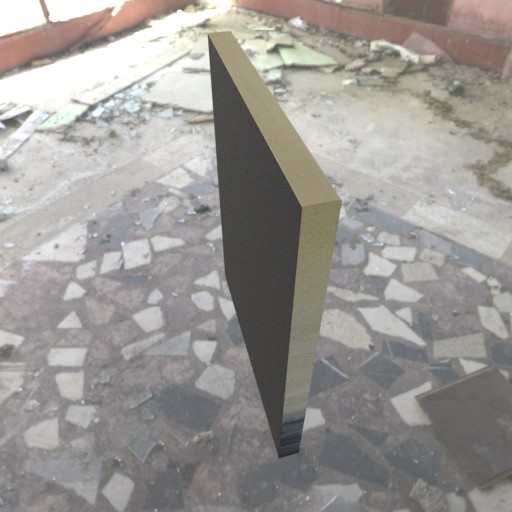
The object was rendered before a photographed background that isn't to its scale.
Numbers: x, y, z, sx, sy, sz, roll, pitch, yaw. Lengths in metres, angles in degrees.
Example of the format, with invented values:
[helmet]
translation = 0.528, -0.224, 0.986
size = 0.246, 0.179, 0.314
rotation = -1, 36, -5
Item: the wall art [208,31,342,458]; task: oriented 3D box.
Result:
[wall art]
translation = 0.000, 0.000, 0.802
size = 0.040, 0.608, 0.489
rotation = -11, 46, -11
